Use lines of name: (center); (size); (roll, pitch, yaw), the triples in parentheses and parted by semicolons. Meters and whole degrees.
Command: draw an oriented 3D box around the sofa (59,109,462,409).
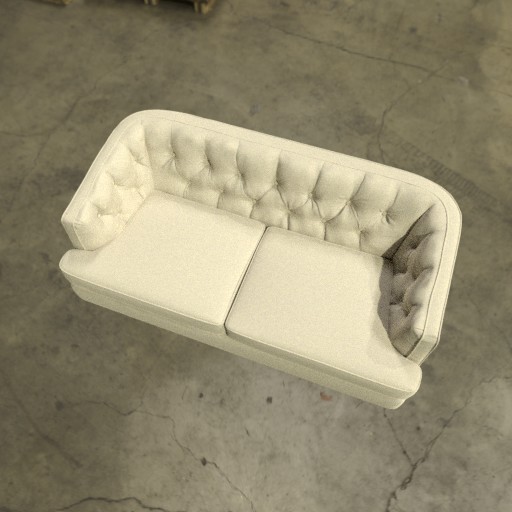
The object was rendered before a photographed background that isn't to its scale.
sofa: (0.000, 0.000, 2.242); (1.733, 0.855, 0.941); (17, 60, 10)
